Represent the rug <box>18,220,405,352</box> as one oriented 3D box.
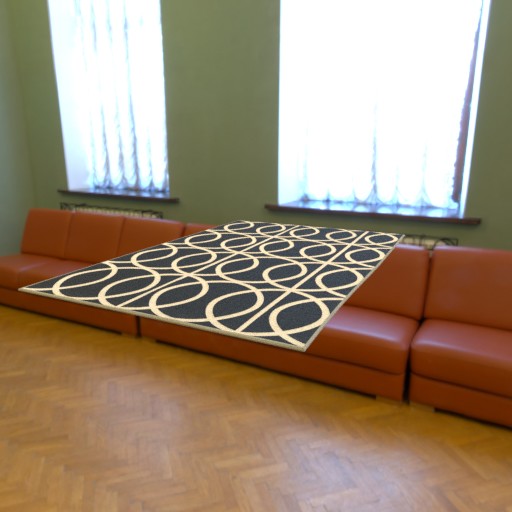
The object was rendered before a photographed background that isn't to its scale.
[{"bbox_3d":[0.000,0.000,2.875,1.528,0.014,2.294,7,16,26],"label":"rug"}]
